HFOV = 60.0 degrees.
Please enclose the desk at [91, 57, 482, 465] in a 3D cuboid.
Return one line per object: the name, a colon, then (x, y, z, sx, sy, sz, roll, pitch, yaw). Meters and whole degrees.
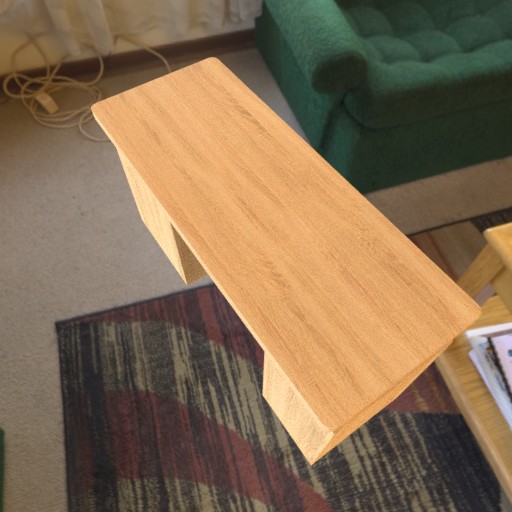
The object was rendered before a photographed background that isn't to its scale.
desk: (0.000, 0.000, 1.746, 0.550, 0.760, 1.400, -30, 62, -18)
